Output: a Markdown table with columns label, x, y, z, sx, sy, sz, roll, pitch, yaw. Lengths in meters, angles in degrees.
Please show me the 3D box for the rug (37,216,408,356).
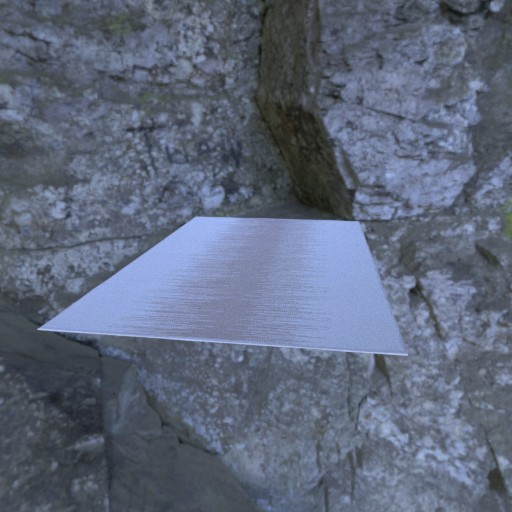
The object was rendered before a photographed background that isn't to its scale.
| label | x | y | z | sx | sy | sz | roll | pitch | yaw |
| --- | --- | --- | --- | --- | --- | --- | --- | --- | --- |
| rug | 0.000 | 0.000 | 2.931 | 1.522 | 0.012 | 2.440 | 2 | 17 | 8 |
